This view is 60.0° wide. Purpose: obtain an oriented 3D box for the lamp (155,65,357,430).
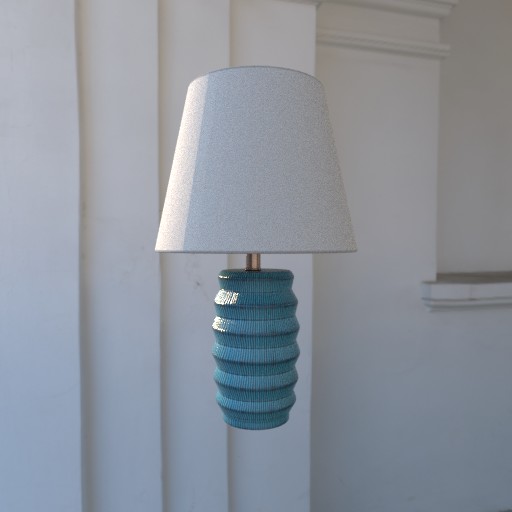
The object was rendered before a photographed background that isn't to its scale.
[{"bbox_3d":[0.000,0.000,0.795,0.355,0.582,0.355,0,2,0],"label":"lamp"}]
